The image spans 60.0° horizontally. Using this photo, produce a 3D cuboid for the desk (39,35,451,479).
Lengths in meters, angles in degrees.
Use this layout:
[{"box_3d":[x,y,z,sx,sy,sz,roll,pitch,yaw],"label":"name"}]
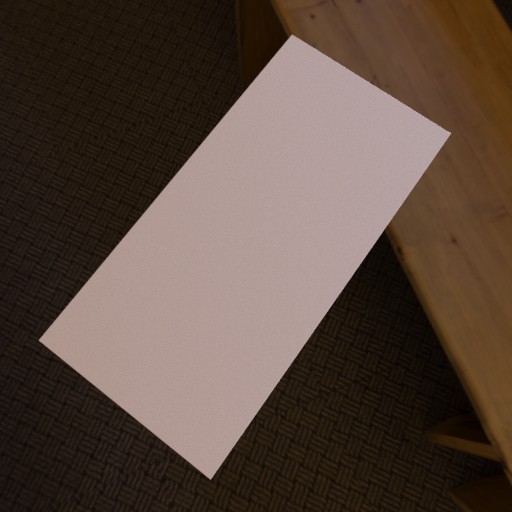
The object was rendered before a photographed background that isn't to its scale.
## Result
[{"box_3d":[0.000,0.000,1.853,0.690,0.740,1.400,36,79,8],"label":"desk"}]
